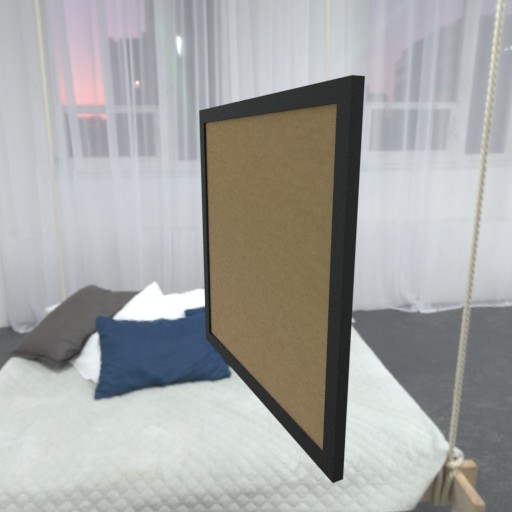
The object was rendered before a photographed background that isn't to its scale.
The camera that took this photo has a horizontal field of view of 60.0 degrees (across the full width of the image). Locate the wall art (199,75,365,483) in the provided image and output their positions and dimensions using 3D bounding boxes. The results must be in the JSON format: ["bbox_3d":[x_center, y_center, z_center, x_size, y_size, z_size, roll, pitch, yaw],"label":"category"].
[{"bbox_3d":[0.000,0.000,0.530,0.012,0.357,0.358,-6,15,-25],"label":"wall art"}]
